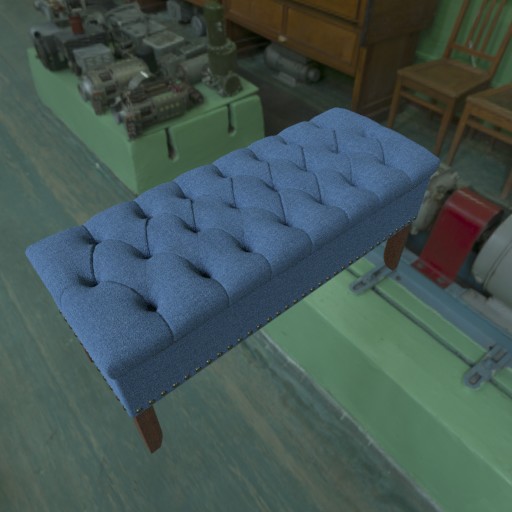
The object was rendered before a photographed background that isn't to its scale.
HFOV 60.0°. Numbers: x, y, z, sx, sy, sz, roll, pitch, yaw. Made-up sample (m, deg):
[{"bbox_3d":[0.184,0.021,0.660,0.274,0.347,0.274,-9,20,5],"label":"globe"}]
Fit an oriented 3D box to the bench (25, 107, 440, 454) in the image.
[{"bbox_3d":[0.000,0.000,1.287,1.052,0.492,0.417,-31,53,-27],"label":"bench"}]
